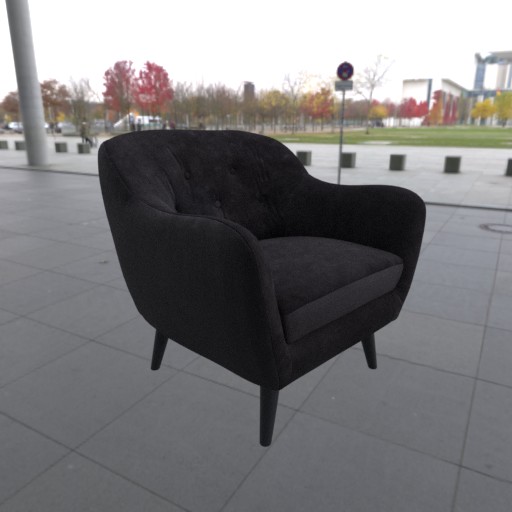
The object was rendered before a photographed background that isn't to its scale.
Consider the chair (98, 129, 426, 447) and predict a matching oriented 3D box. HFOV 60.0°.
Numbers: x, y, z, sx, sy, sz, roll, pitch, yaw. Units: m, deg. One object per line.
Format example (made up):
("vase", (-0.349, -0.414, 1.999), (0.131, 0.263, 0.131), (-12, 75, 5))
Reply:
("chair", (0.000, 0.000, 1.480), (0.819, 0.807, 0.840), (16, 23, 43))
